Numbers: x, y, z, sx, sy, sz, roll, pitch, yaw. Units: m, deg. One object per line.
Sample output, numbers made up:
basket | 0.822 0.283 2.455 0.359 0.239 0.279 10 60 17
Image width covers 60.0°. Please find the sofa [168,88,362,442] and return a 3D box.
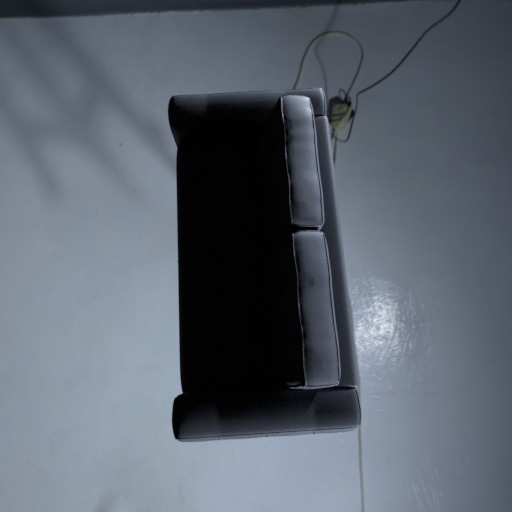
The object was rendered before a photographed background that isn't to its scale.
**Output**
sofa | 0.000 0.000 2.292 0.833 0.893 1.726 -3 75 -1
